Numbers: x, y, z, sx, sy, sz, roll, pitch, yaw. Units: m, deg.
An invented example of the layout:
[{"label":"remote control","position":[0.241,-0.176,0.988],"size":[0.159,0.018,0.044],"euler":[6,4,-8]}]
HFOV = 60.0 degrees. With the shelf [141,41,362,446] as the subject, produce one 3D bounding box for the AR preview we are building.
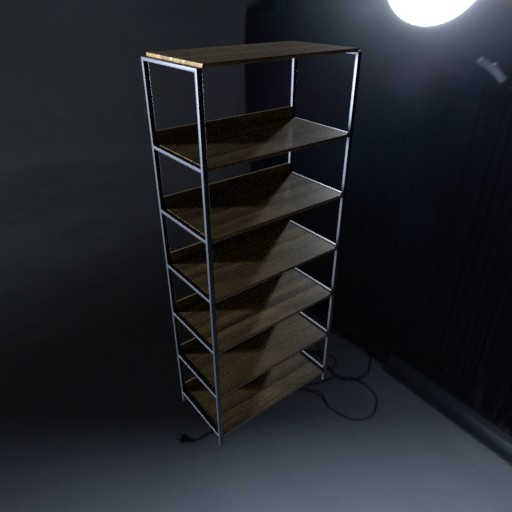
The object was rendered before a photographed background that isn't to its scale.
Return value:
[{"label":"shelf","position":[0.000,0.000,2.378],"size":[0.847,2.015,0.431],"euler":[-22,37,-32]}]
